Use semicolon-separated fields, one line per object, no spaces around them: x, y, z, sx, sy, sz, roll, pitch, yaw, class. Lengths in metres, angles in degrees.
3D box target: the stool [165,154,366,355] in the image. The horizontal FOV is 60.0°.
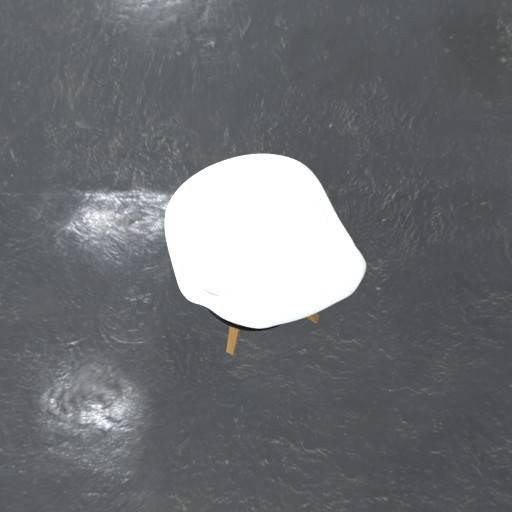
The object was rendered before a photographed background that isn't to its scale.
0.000;0.000;1.402;0.482;1.115;0.549;-20;76;-5;stool
